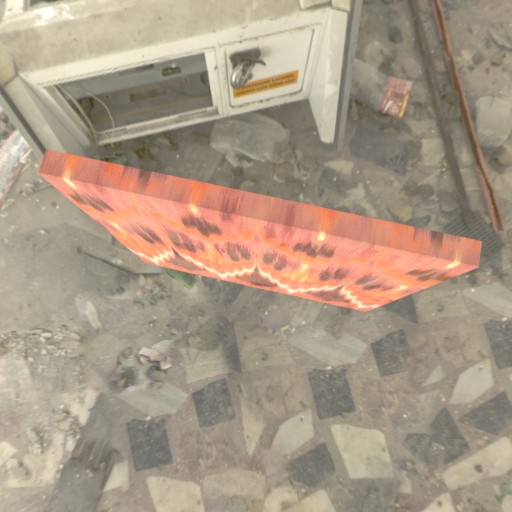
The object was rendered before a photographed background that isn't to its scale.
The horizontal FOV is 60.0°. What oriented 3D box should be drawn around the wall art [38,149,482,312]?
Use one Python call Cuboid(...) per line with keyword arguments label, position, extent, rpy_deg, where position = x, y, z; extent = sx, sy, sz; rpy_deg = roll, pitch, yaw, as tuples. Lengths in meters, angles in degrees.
Cuboid(label="wall art", position=(0.000, 0.000, 0.891), extent=(0.603, 0.609, 0.037), rpy_deg=(12, 78, 3))
